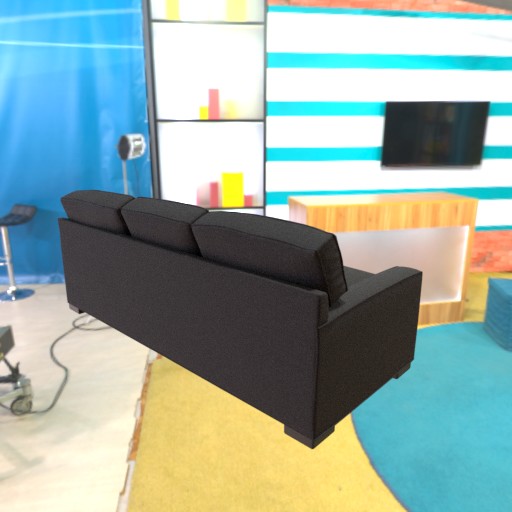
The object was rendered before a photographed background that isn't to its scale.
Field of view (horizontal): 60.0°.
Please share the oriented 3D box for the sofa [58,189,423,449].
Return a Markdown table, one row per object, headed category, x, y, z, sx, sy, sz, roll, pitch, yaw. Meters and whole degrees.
| category | x | y | z | sx | sy | sz | roll | pitch | yaw |
| --- | --- | --- | --- | --- | --- | --- | --- | --- | --- |
| sofa | 0.000 | 0.000 | 3.185 | 2.370 | 0.973 | 1.790 | 14 | 21 | 41 |
